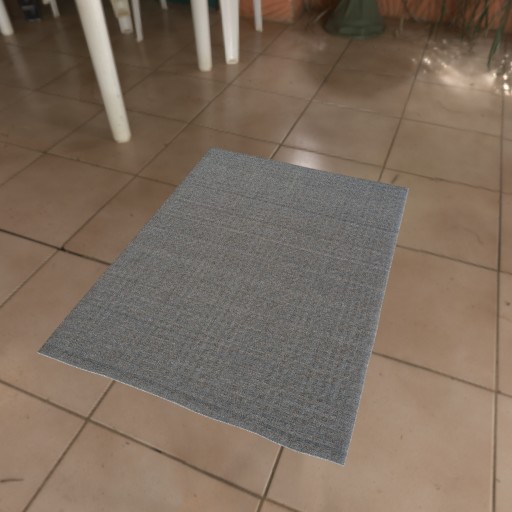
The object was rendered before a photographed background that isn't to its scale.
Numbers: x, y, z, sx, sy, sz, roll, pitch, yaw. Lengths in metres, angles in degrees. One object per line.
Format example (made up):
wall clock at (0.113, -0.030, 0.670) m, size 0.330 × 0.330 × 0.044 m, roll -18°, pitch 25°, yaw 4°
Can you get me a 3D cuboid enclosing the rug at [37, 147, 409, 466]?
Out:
rug at (0.000, 0.000, 4.203) m, size 2.443 × 0.007 × 3.200 m, roll 15°, pitch 47°, yaw 15°
